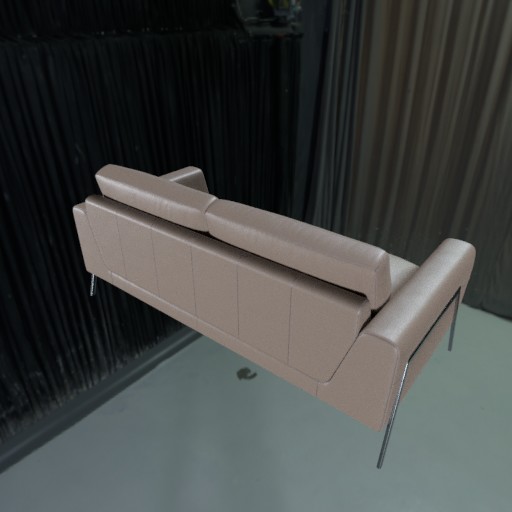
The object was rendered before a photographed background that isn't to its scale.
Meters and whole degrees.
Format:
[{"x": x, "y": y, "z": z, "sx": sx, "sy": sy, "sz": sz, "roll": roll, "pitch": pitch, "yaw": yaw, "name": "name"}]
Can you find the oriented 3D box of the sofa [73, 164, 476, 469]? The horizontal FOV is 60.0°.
[{"x": 0.000, "y": 0.000, "z": 2.447, "sx": 2.017, "sy": 0.875, "sz": 0.953, "roll": 21, "pitch": 36, "yaw": 33, "name": "sofa"}]
